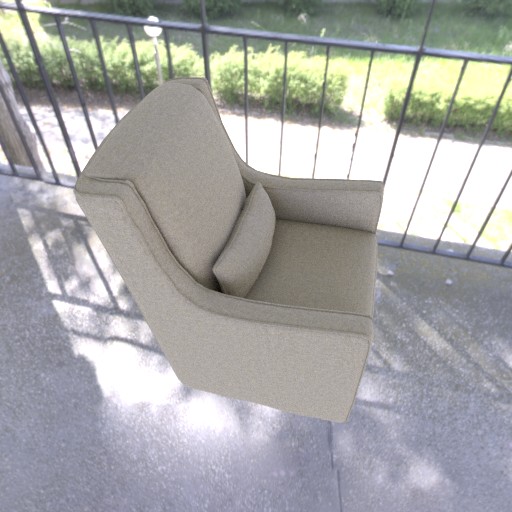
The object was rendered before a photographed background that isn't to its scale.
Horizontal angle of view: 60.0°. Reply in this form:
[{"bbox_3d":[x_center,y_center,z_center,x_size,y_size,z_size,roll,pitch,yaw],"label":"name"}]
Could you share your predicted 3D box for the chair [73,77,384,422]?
[{"bbox_3d":[0.000,0.000,1.595,0.879,0.993,0.732,10,47,10],"label":"chair"}]
